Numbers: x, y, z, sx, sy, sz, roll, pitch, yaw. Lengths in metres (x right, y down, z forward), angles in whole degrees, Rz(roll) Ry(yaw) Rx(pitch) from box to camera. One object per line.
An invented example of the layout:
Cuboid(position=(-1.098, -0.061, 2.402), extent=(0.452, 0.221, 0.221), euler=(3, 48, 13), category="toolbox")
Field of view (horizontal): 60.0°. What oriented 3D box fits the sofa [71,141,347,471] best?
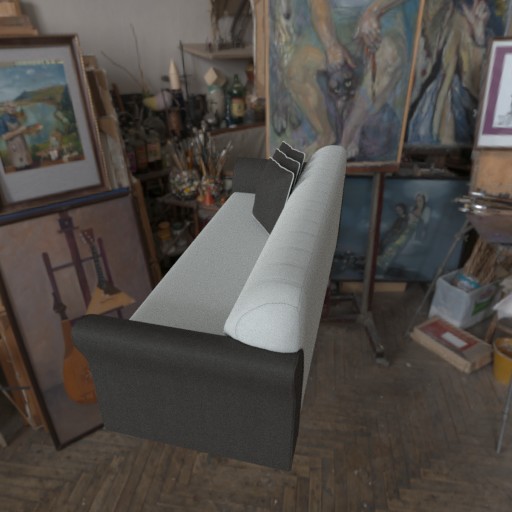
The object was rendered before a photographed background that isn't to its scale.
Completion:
Cuboid(position=(0.000, 0.000, 2.317), extent=(0.755, 0.787, 2.001), euler=(7, 30, 12), category="sofa")
